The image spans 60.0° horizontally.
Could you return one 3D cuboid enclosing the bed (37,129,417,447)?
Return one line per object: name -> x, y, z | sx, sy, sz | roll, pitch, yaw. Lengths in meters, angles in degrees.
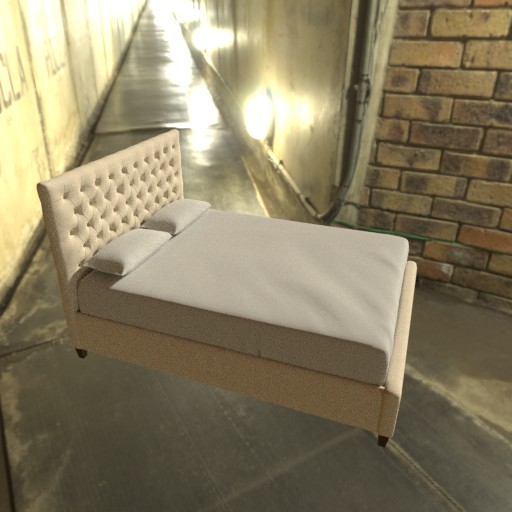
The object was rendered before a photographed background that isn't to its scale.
bed -> 0.000, 0.000, 3.429 | 2.387, 1.427, 1.698 | 10, 30, 18
